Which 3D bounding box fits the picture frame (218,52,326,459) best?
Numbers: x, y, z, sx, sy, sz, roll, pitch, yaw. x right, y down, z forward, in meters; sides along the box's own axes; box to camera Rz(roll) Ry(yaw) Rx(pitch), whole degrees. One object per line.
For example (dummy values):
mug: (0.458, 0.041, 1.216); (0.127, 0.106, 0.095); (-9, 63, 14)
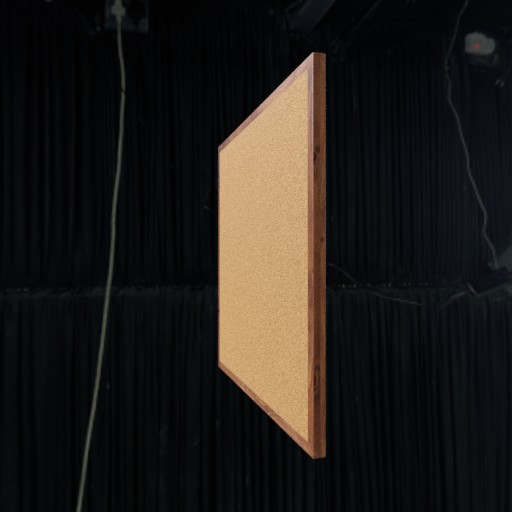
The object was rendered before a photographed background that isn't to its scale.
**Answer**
picture frame: (0.000, 0.000, 1.276); (0.029, 0.817, 0.810); (0, 0, -18)
